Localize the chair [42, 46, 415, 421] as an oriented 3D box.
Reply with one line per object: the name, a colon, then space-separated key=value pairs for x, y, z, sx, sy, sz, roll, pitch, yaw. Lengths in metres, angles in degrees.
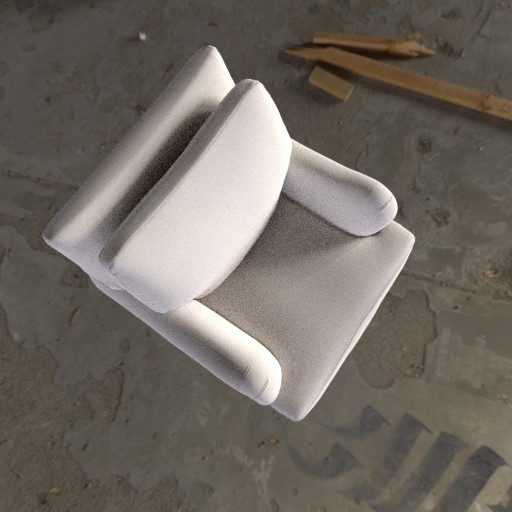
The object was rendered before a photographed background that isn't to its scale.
chair: x=0.000 y=0.000 z=1.846 sx=1.070 sy=1.038 sz=0.955 roll=34 pitch=78 yaw=8
